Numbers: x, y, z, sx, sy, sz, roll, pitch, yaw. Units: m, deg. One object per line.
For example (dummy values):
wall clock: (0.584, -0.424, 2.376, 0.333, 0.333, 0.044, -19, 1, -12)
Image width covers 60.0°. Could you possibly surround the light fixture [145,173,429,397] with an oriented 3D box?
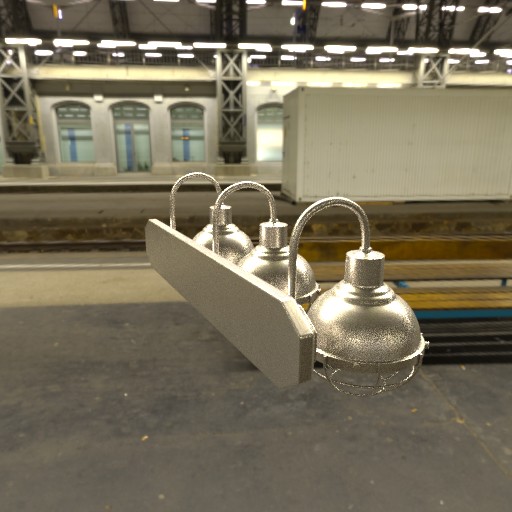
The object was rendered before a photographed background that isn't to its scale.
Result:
light fixture: (0.000, 0.000, 0.759, 0.229, 0.254, 0.634, -7, 16, -26)
